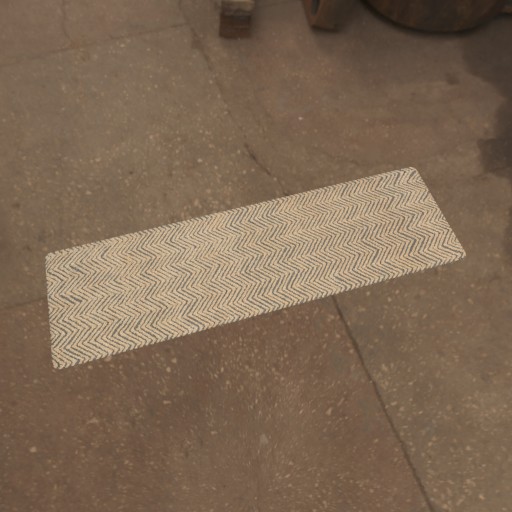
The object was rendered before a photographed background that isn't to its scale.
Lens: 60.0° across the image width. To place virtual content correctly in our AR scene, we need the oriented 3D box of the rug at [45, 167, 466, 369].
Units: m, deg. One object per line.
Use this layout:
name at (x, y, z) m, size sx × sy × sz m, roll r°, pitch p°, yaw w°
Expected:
rug at (0.000, 0.000, 2.501) m, size 2.286 × 0.008 × 0.686 m, roll -14°, pitch 62°, yaw -8°
